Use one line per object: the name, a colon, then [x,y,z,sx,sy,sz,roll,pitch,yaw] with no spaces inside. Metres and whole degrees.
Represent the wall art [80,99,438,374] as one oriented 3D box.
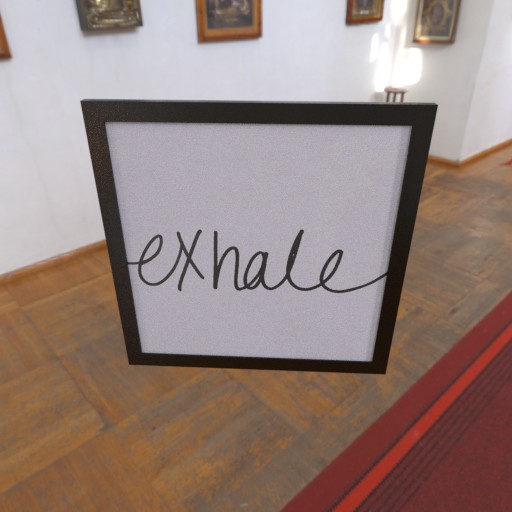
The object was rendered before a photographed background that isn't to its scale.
wall art: [0.000,0.000,0.666,0.446,0.445,0.014,1,29,3]
